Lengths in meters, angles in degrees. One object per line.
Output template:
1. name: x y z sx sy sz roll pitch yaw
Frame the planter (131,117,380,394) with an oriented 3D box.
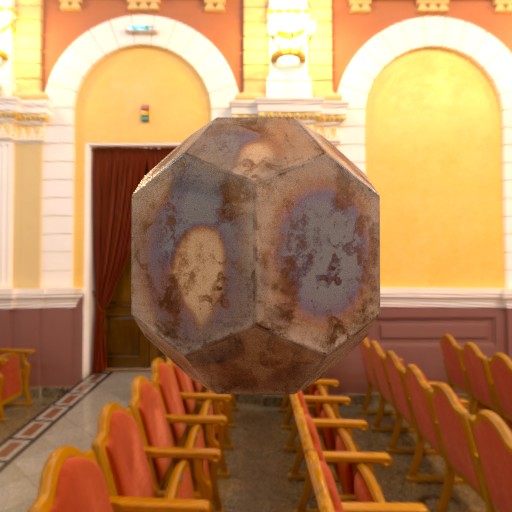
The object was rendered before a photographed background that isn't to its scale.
1. planter: 0.000 0.000 0.437 0.221 0.238 0.243 0 -1 0
